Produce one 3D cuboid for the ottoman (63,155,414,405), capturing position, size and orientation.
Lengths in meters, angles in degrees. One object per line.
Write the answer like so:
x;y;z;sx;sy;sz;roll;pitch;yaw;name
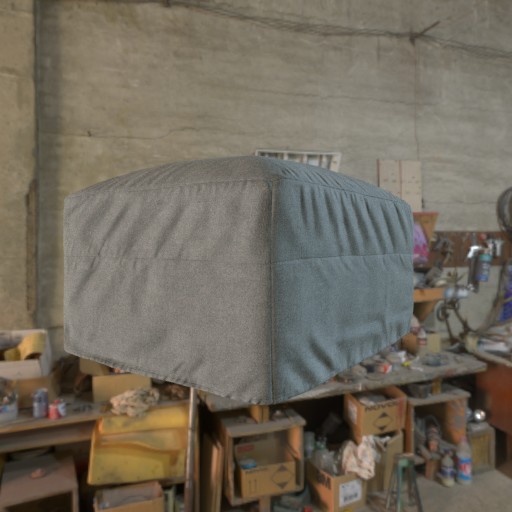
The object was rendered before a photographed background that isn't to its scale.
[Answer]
0.000;0.000;1.243;0.683;0.481;0.837;1;1;36;ottoman
